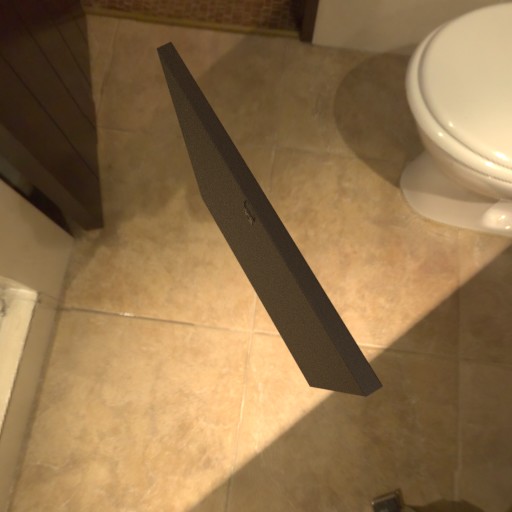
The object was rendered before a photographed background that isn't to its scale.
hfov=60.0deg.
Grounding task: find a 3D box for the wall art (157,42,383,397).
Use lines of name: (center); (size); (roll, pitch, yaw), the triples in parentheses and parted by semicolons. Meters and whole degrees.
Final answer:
wall art: (0.000, 0.000, 1.231); (0.043, 0.807, 0.805); (-29, 77, -7)
